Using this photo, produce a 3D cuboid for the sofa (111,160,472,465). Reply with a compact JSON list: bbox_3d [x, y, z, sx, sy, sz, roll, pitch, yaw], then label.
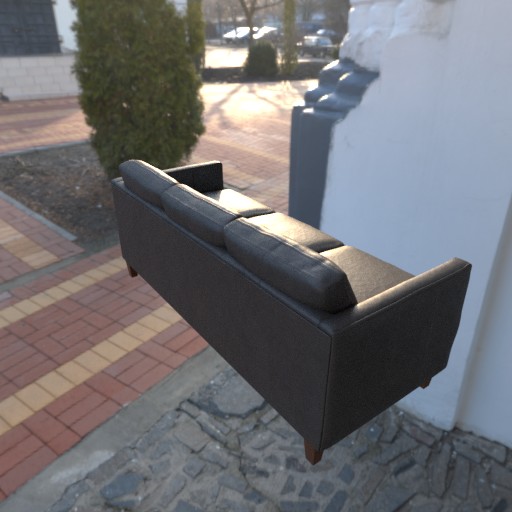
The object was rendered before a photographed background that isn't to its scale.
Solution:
[{"bbox_3d":[0.000,0.000,2.975,1.045,1.006,2.464,-18,32,-32],"label":"sofa"}]
